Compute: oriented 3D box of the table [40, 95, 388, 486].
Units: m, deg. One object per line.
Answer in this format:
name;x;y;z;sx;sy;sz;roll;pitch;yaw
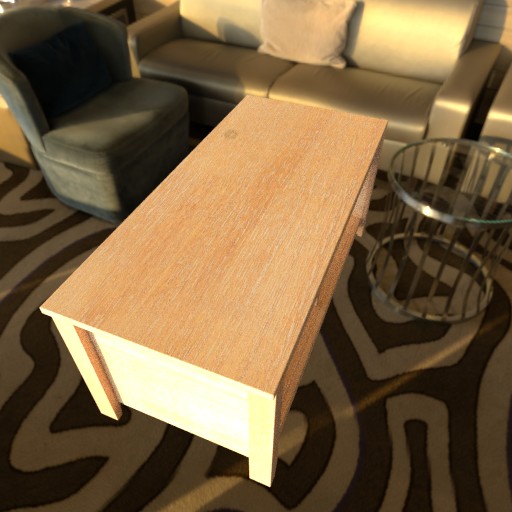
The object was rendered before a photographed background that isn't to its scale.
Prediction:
table;0.000;0.000;1.283;0.483;0.457;1.016;16;46;16
